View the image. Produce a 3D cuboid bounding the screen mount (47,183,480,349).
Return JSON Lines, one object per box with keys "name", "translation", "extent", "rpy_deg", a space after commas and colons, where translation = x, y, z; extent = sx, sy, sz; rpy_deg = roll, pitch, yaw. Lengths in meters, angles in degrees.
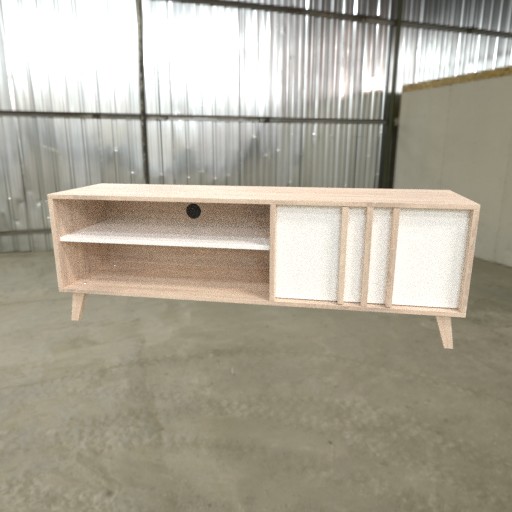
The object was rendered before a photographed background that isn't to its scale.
{"name": "screen mount", "translation": [0.000, 0.000, 1.772], "extent": [1.500, 0.510, 0.400], "rpy_deg": [3, 15, 10]}
